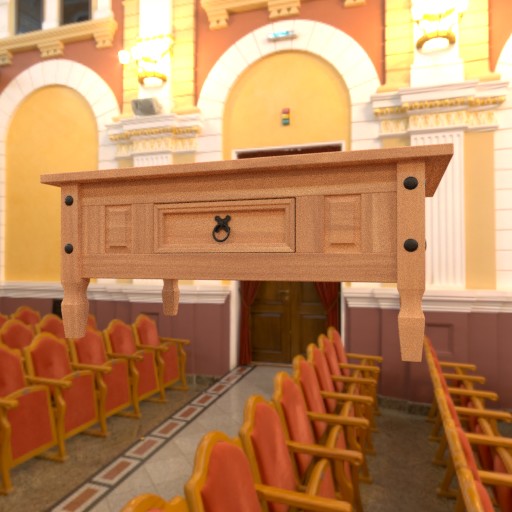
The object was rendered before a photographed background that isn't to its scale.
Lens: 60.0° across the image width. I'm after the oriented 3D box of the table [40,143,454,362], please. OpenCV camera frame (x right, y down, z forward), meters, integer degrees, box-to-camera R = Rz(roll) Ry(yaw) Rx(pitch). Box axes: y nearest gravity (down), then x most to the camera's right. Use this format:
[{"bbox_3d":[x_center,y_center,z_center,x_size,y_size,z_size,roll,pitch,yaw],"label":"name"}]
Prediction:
[{"bbox_3d":[0.000,0.000,1.292,1.000,0.437,0.600,0,-1,18],"label":"table"}]
